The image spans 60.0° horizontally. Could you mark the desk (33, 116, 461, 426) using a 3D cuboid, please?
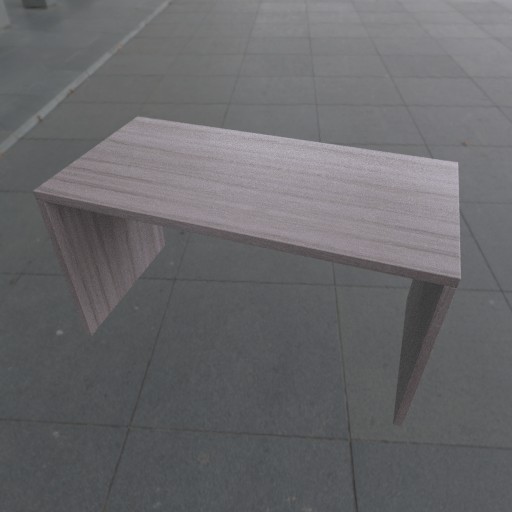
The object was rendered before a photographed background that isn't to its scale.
[{"bbox_3d":[0.000,0.000,1.832,1.380,0.745,0.690,12,41,14],"label":"desk"}]
